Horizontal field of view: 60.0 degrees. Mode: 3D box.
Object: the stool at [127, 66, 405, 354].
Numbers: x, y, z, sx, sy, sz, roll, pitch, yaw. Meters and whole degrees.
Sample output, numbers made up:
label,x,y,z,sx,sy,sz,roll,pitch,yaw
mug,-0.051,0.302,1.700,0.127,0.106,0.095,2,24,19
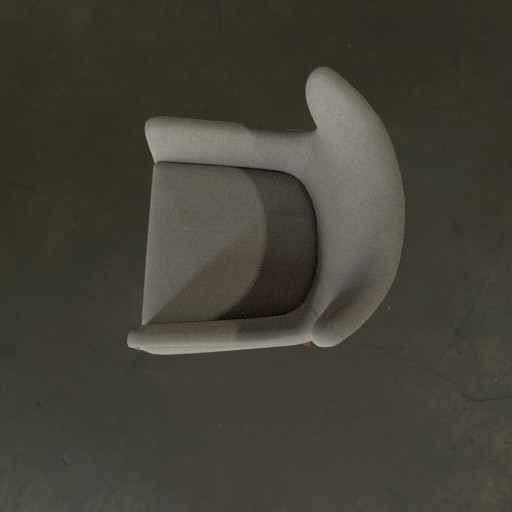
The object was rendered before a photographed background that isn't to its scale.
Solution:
label,x,y,z,sx,sy,sz,roll,pitch,yaw
stool,0.000,0.000,1.286,0.575,0.951,0.575,1,75,0
